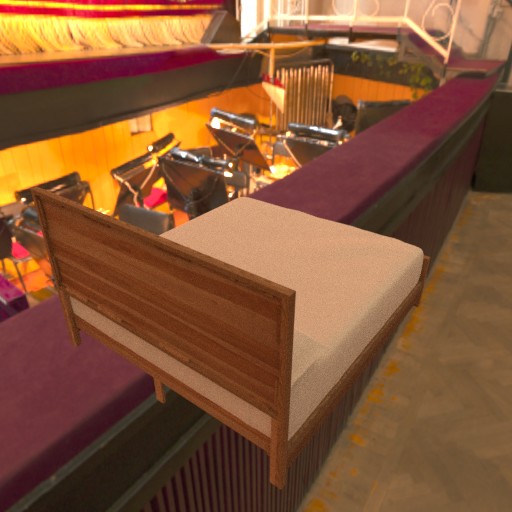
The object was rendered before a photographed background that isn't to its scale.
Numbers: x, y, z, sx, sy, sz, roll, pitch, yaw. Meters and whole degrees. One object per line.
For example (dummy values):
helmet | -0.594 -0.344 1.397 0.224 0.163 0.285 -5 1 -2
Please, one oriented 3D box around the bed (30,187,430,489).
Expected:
bed | 0.000 0.000 3.414 2.013 1.295 2.184 21 35 32
